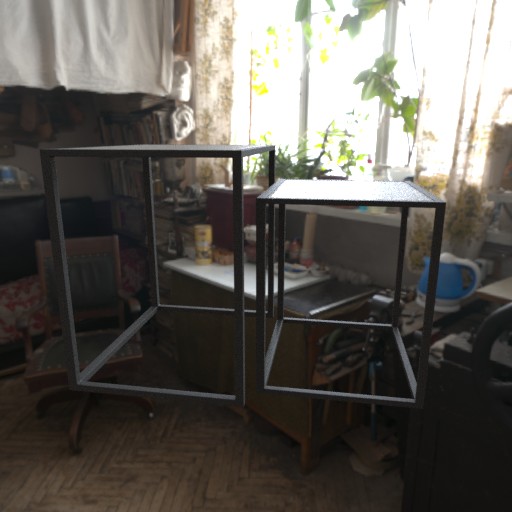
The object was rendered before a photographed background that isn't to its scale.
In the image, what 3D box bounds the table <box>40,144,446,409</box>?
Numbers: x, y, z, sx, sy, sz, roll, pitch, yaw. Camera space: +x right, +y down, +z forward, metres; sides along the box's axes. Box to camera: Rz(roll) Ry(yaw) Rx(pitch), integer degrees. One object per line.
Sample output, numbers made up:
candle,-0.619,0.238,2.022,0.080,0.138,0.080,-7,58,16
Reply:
table,0.000,0.000,1.130,0.788,0.540,0.508,3,15,9
